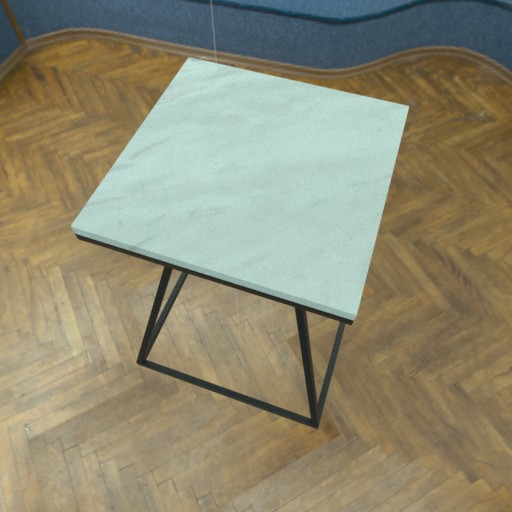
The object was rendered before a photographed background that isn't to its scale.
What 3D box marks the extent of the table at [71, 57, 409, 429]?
[{"bbox_3d":[0.000,0.000,0.918,0.455,0.559,0.455,17,60,10],"label":"table"}]
